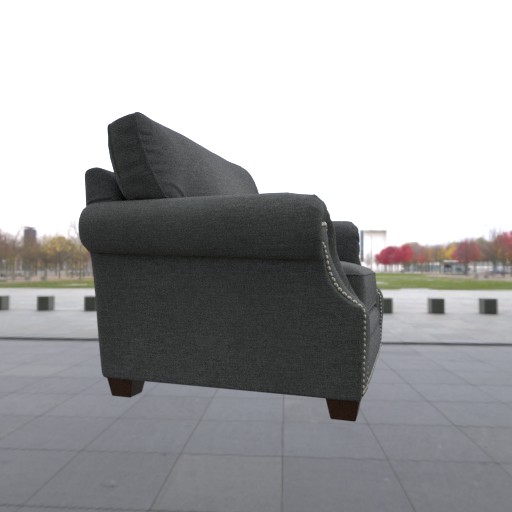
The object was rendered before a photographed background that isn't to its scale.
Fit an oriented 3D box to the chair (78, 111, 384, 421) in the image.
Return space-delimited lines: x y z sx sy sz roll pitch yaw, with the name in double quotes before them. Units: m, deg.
"chair" 0.000 0.000 1.813 0.965 0.961 1.092 -1 -2 19
